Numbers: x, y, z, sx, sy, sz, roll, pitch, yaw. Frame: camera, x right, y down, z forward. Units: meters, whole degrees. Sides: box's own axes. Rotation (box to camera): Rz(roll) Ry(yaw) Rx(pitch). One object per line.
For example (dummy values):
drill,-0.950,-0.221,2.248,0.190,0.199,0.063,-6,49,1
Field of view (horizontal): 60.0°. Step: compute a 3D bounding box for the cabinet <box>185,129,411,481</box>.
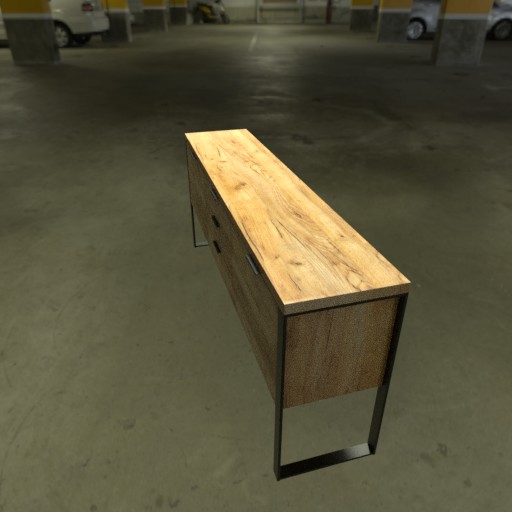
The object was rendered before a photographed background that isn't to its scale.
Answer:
cabinet,0.000,0.000,2.151,0.395,0.762,1.800,-8,31,-14
